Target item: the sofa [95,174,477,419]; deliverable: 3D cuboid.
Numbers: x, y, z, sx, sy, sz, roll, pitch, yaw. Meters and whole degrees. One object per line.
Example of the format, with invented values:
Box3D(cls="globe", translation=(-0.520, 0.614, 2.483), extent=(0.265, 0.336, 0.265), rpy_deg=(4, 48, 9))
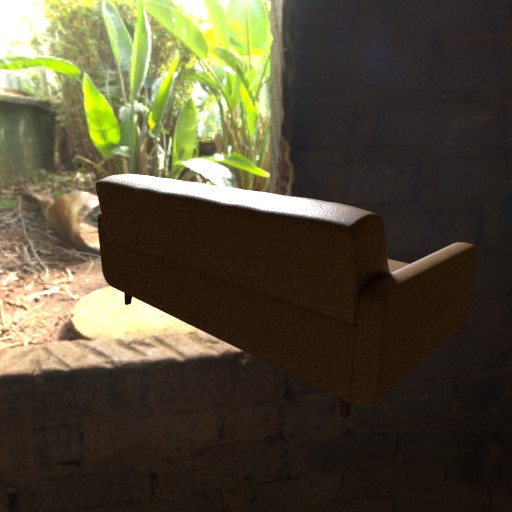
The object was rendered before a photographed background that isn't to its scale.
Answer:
Box3D(cls="sofa", translation=(0.000, 0.000, 2.610), extent=(2.137, 0.892, 0.980), rpy_deg=(15, 23, 42))
